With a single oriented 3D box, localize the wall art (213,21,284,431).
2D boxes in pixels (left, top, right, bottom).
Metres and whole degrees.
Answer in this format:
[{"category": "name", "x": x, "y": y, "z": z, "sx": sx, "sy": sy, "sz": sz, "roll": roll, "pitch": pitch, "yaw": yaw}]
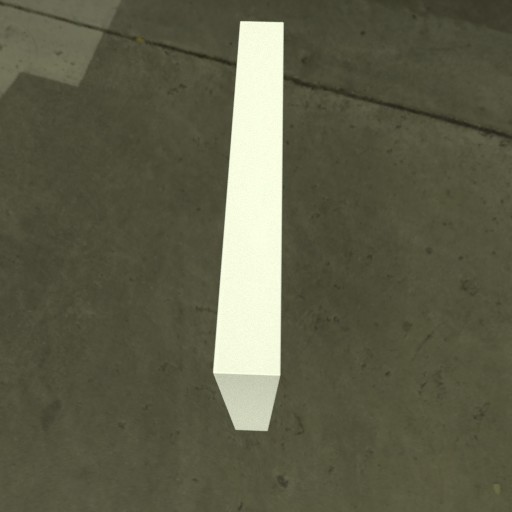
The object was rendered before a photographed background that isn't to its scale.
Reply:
[{"category": "wall art", "x": 0.000, "y": 0.000, "z": 0.454, "sx": 0.038, "sy": 0.305, "sz": 0.305, "roll": 2, "pitch": 63, "yaw": 1}]
